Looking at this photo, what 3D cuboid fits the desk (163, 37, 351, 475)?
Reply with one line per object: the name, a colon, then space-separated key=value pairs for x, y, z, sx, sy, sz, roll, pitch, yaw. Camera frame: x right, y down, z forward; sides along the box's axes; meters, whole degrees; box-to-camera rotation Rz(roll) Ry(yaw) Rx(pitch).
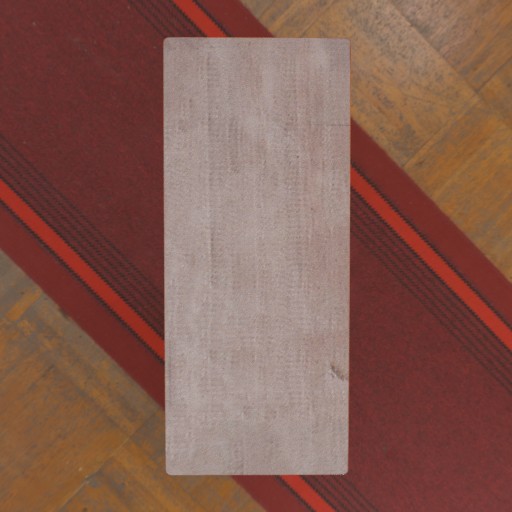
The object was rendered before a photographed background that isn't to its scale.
desk: x=0.000 y=0.000 z=1.744 sx=0.574 sy=0.756 sz=1.353 roll=0 pitch=91 yaw=-1
